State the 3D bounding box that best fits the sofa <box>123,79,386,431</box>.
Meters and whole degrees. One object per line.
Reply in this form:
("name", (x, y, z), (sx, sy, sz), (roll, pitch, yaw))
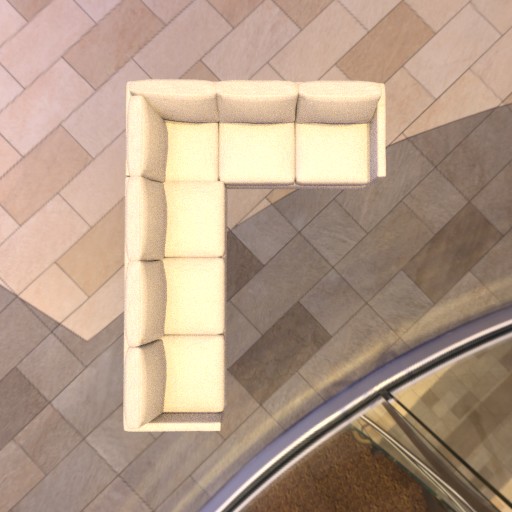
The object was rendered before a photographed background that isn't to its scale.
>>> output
("sofa", (0.000, 0.000, 4.423), (2.522, 0.934, 3.333), (0, 89, -1))
